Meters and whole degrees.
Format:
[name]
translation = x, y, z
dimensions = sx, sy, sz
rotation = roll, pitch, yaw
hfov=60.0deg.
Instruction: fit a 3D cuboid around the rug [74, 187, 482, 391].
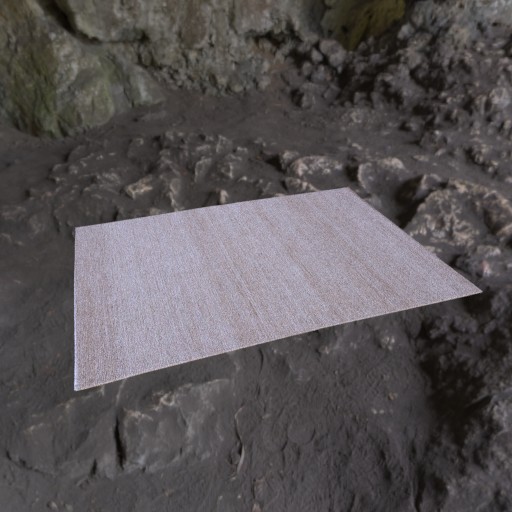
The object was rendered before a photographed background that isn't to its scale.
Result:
[rug]
translation = 0.000, 0.000, 2.937
dimensions = 2.283, 0.030, 1.596
rotation = -10, 34, -16
